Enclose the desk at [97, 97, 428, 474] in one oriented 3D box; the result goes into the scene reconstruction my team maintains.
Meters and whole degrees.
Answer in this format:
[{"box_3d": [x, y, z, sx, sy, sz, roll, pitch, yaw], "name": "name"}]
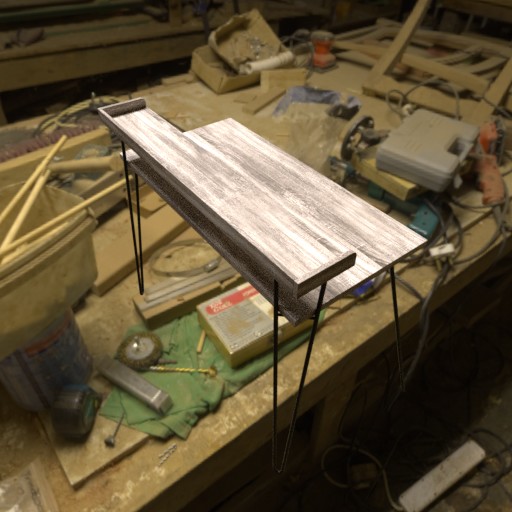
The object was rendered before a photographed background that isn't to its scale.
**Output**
[{"box_3d": [0.000, 0.000, 1.606, 0.605, 0.899, 1.135, -27, 48, -26], "name": "desk"}]
